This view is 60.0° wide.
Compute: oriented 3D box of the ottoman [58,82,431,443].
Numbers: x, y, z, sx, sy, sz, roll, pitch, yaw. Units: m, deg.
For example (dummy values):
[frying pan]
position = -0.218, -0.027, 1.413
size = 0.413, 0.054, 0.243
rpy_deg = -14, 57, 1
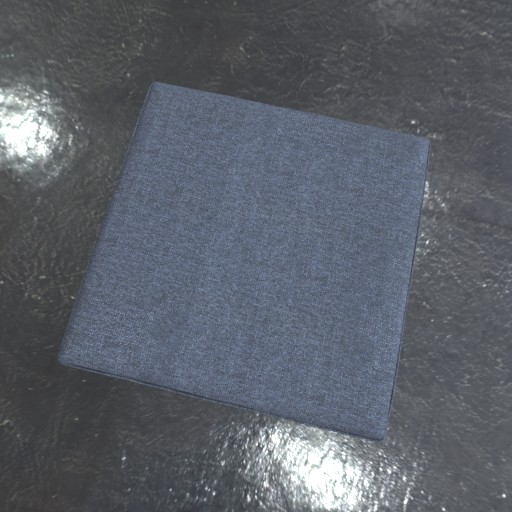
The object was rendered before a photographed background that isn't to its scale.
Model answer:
[ottoman]
position = 0.000, 0.000, 1.581
size = 1.017, 0.423, 1.023
rpy_deg = 14, 76, 4
